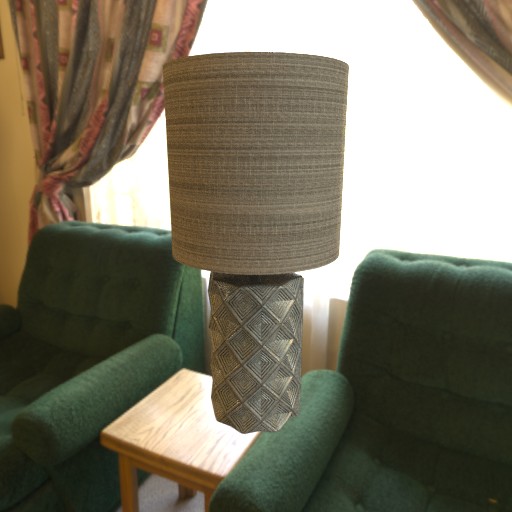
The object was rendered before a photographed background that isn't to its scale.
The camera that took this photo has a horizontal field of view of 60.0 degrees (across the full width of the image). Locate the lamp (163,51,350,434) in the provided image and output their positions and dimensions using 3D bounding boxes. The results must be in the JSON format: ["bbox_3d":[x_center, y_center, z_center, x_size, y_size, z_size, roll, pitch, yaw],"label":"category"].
[{"bbox_3d":[0.000,0.000,0.721,0.268,0.566,0.269,2,15,9],"label":"lamp"}]
